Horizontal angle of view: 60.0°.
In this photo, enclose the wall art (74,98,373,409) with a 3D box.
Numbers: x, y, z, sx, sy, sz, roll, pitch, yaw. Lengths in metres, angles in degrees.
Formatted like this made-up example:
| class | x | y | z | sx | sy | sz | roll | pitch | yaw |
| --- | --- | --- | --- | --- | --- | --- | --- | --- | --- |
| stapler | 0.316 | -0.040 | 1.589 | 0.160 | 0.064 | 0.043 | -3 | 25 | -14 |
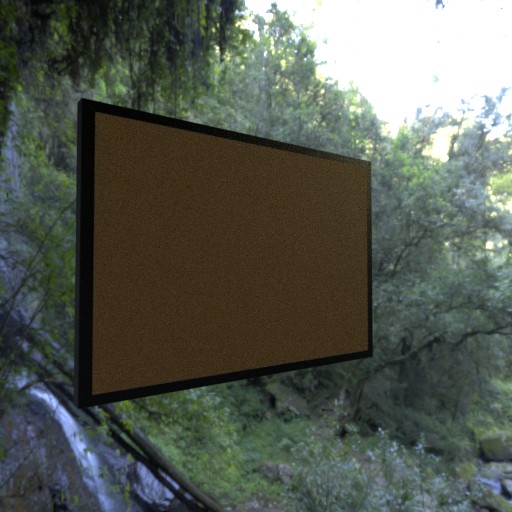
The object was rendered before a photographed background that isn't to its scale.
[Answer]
| class | x | y | z | sx | sy | sz | roll | pitch | yaw |
| --- | --- | --- | --- | --- | --- | --- | --- | --- | --- |
| wall art | 0.000 | 0.000 | 0.854 | 0.657 | 0.458 | 0.027 | 1 | -2 | -36 |
